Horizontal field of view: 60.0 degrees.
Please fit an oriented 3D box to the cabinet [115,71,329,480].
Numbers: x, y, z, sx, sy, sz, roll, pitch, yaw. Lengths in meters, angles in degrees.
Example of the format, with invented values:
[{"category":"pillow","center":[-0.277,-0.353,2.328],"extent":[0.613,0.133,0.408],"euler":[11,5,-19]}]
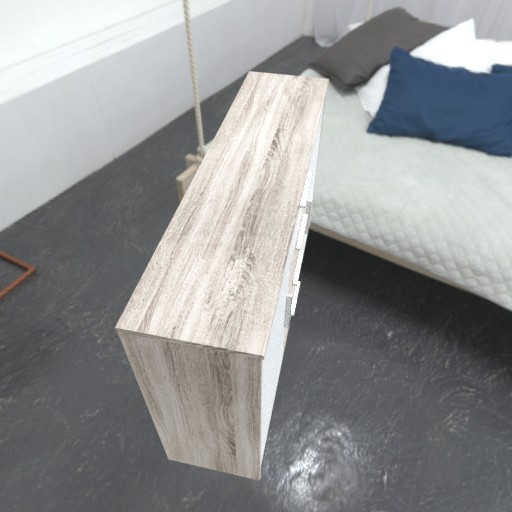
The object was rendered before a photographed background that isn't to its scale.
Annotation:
[{"category":"cabinet","center":[0.000,0.000,1.854],"extent":[0.380,0.900,1.450],"euler":[9,47,8]}]
